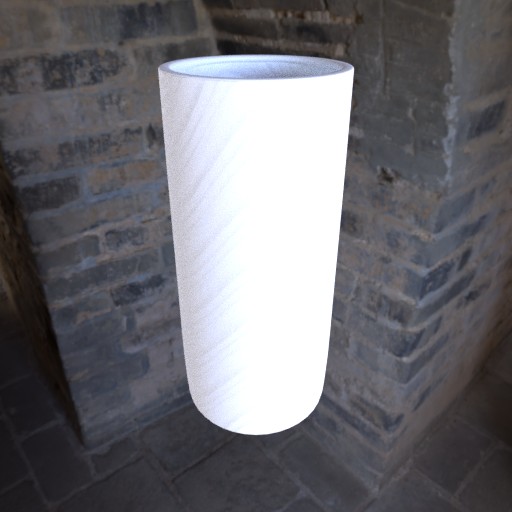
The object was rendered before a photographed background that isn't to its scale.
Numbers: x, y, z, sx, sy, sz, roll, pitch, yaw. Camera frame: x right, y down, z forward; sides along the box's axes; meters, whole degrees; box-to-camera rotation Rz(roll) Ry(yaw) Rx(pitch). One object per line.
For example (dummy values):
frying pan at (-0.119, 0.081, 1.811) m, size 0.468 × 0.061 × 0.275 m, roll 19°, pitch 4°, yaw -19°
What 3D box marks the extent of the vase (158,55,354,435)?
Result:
vase at (0.000, 0.000, 0.395) m, size 0.143 × 0.316 × 0.143 m, roll 0°, pitch 30°, yaw 0°
